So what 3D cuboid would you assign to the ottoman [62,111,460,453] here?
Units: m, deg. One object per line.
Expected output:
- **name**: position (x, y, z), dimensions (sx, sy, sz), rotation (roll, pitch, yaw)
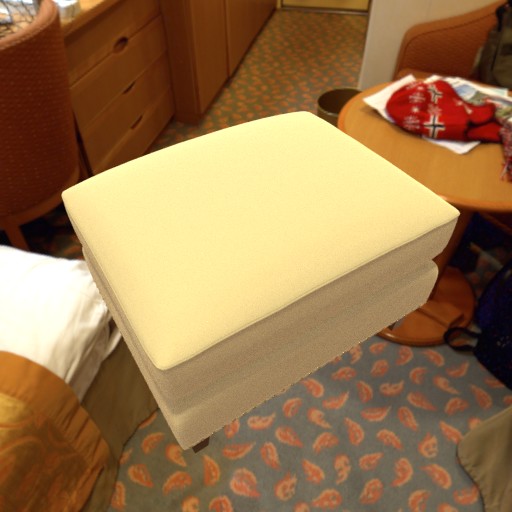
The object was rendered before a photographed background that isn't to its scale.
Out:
- **ottoman**: position (0.000, 0.000, 1.135), dimensions (0.741, 0.513, 0.584), rotation (-25, 50, -22)
